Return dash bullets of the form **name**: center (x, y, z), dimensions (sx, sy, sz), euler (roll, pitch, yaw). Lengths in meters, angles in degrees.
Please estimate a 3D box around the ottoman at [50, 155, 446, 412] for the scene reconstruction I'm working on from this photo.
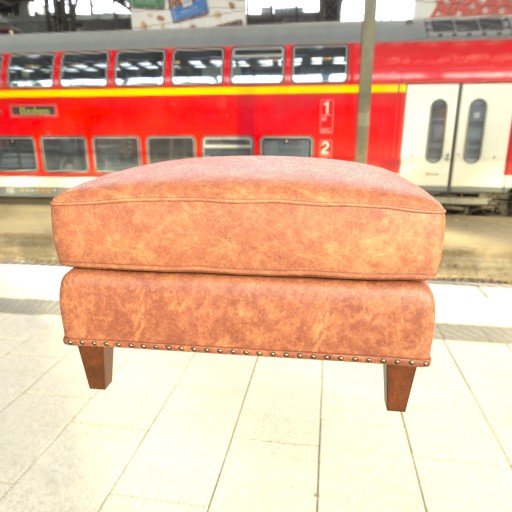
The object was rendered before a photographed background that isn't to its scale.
- **ottoman**: center (0.000, 0.000, 1.110), dimensions (0.742, 0.486, 0.586), euler (2, 16, 7)
